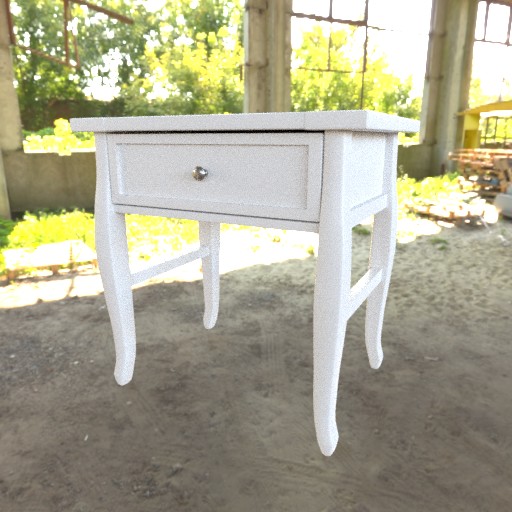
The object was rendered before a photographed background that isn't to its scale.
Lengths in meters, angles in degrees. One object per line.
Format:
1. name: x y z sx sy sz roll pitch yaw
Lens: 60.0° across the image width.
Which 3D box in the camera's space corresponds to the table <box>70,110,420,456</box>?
1. table: 0.000 0.000 1.022 0.599 0.605 0.463 8 17 27
